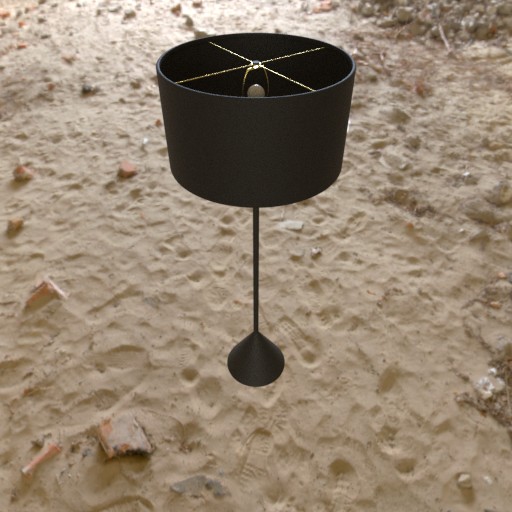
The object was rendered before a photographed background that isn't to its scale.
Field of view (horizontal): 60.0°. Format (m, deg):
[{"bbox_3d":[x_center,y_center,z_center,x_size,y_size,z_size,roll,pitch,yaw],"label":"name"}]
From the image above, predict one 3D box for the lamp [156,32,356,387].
[{"bbox_3d":[0.000,0.000,1.800,0.580,1.526,0.580,-25,47,-26],"label":"lamp"}]
